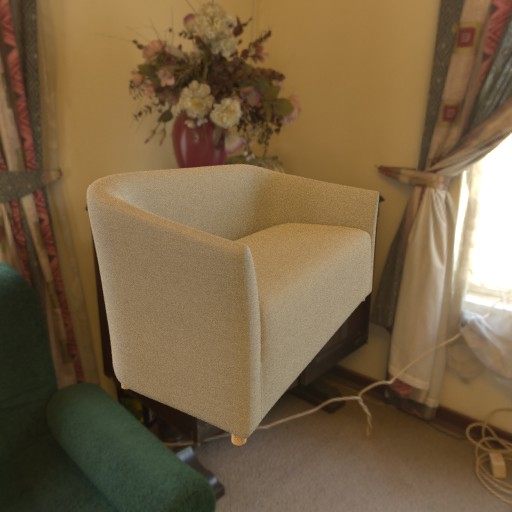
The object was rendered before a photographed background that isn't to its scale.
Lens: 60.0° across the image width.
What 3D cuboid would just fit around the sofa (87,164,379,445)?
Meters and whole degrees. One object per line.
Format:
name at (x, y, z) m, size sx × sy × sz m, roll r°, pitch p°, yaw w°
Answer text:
sofa at (0.000, 0.000, 1.877) m, size 0.705 × 0.721 × 1.452 m, roll 7°, pitch 16°, yaw 27°
